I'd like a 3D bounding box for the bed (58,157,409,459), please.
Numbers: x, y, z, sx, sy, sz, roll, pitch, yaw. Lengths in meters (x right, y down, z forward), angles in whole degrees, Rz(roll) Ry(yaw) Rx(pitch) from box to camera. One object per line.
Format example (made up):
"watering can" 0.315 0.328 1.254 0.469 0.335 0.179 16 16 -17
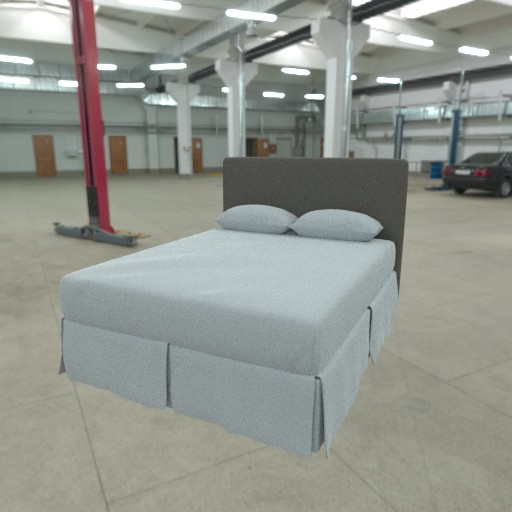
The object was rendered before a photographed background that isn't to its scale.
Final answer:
"bed" 0.000 0.000 3.139 1.748 1.330 2.142 7 15 26
